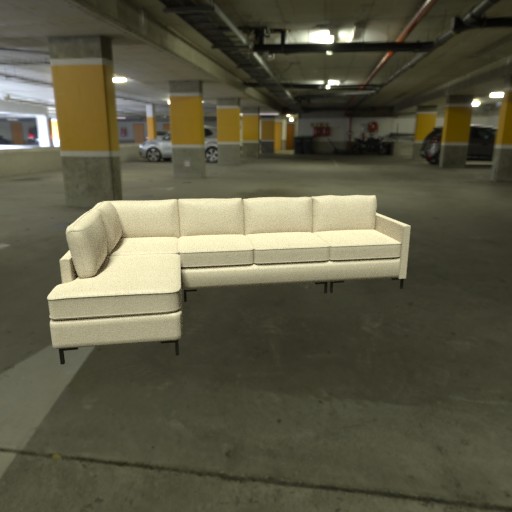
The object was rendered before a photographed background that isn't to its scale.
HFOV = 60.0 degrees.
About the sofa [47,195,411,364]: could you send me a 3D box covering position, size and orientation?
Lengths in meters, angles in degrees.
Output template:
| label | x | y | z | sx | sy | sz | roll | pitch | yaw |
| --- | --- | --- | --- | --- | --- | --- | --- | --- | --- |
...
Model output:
| label | x | y | z | sx | sy | sz | roll | pitch | yaw |
| --- | --- | --- | --- | --- | --- | --- | --- | --- | --- |
| sofa | 0.000 | 0.000 | 4.387 | 3.384 | 0.996 | 2.048 | -2 | 15 | -9 |
